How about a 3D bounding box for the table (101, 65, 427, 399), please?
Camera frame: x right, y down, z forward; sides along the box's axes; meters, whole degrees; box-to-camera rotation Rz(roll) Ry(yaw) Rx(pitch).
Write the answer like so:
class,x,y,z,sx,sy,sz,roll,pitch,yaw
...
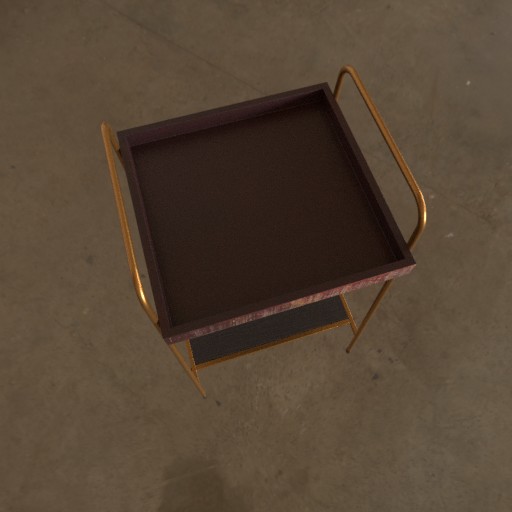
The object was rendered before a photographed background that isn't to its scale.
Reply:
class,x,y,z,sx,sy,sz,roll,pitch,yaw
table,0.000,0.000,0.985,0.430,0.710,0.430,-16,67,-7
